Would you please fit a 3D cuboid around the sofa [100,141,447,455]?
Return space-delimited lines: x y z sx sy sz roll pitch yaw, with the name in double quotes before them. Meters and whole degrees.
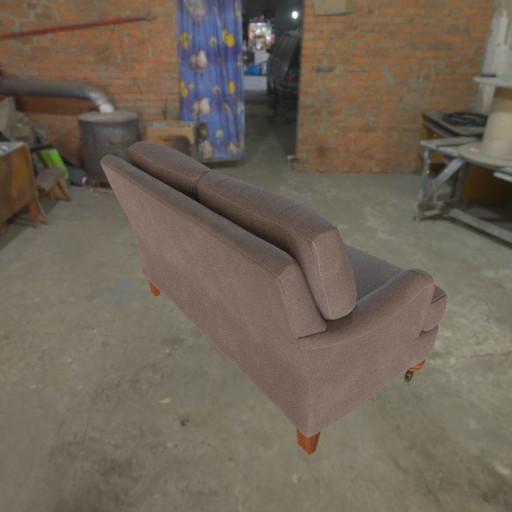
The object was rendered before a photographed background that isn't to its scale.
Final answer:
"sofa" 0.000 0.000 2.536 1.084 1.101 1.853 -18 32 -31
